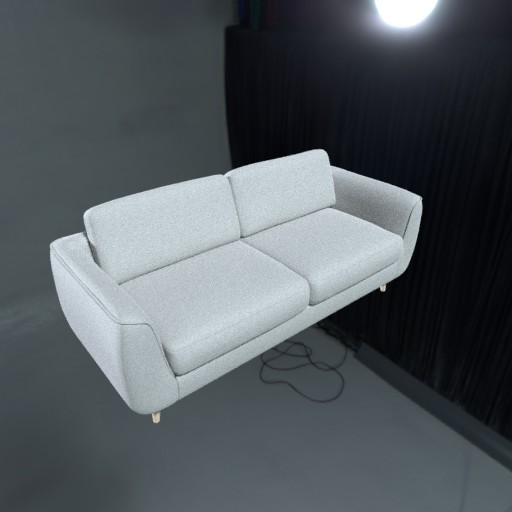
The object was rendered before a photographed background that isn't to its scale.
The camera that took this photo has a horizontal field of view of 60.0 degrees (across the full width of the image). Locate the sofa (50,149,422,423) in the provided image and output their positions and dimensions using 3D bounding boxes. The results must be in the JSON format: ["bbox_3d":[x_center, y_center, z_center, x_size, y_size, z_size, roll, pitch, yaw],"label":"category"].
[{"bbox_3d":[0.000,0.000,2.501,2.000,0.850,0.920,-22,36,-34],"label":"sofa"}]
